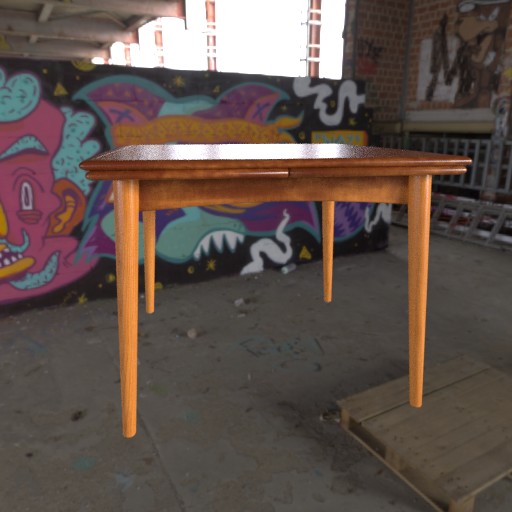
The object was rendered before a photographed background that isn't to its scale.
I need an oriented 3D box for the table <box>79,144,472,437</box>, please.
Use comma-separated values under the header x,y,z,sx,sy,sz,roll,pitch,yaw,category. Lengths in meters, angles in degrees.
x,y,z,sx,sy,sz,roll,pitch,yaw,category
0.000,0.000,1.610,0.991,0.754,0.991,-3,16,-9,table
